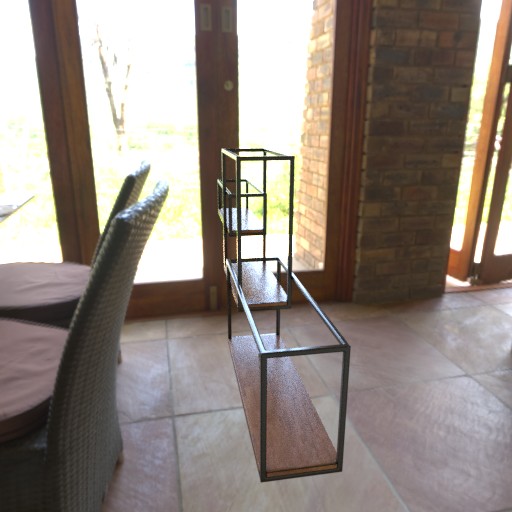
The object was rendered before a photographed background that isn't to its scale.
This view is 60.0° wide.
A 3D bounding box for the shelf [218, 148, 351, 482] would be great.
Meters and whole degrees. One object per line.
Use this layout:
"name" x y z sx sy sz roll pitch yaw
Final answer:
"shelf" 0.000 0.000 2.135 0.275 0.972 1.781 -3 17 -9
